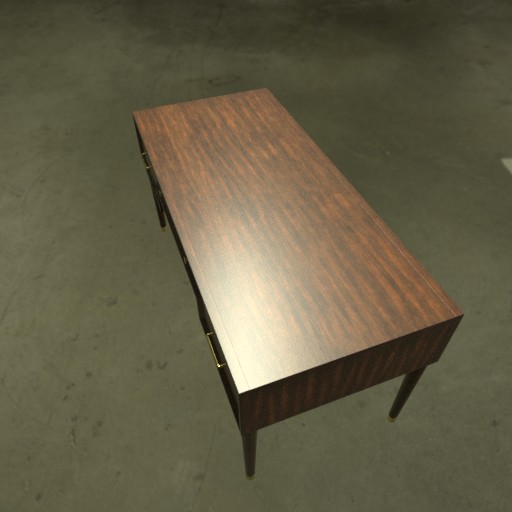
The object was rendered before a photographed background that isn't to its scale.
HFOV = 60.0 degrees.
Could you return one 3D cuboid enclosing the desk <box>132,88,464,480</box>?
[{"bbox_3d":[0.000,0.000,2.010,0.724,0.762,1.575,-15,48,-14],"label":"desk"}]
